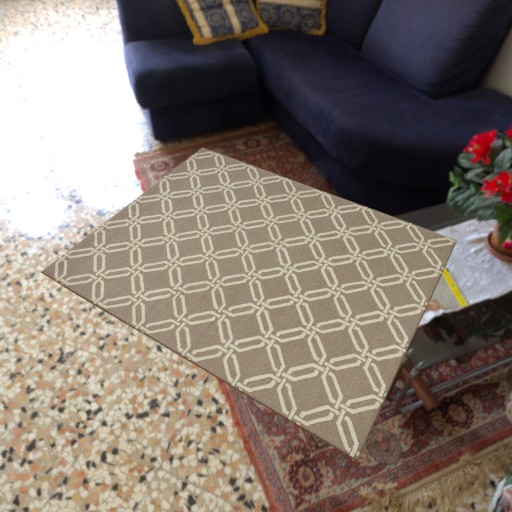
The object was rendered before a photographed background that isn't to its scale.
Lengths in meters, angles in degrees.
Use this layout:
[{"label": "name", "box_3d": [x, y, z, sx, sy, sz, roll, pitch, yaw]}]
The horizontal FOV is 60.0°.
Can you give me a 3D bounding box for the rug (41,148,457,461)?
[{"label": "rug", "box_3d": [0.000, 0.000, 3.906, 2.895, 0.018, 2.288, 24, 51, 22]}]
